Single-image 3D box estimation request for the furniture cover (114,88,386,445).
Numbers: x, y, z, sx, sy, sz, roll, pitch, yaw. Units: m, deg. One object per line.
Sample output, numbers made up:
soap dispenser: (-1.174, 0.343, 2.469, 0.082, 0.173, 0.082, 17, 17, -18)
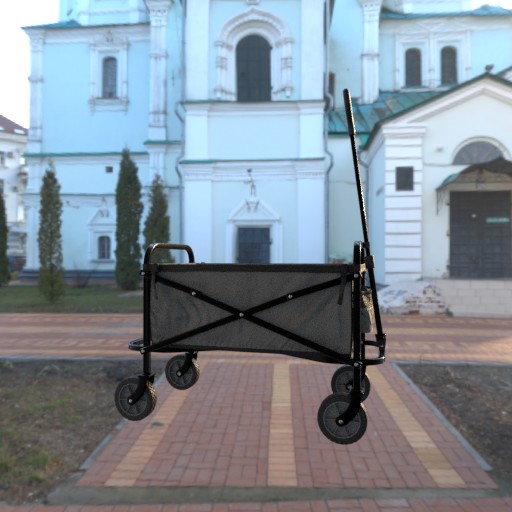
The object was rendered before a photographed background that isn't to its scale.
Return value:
furniture cover: (0.000, 0.000, 1.844, 1.038, 1.295, 0.532, 0, 0, 16)
